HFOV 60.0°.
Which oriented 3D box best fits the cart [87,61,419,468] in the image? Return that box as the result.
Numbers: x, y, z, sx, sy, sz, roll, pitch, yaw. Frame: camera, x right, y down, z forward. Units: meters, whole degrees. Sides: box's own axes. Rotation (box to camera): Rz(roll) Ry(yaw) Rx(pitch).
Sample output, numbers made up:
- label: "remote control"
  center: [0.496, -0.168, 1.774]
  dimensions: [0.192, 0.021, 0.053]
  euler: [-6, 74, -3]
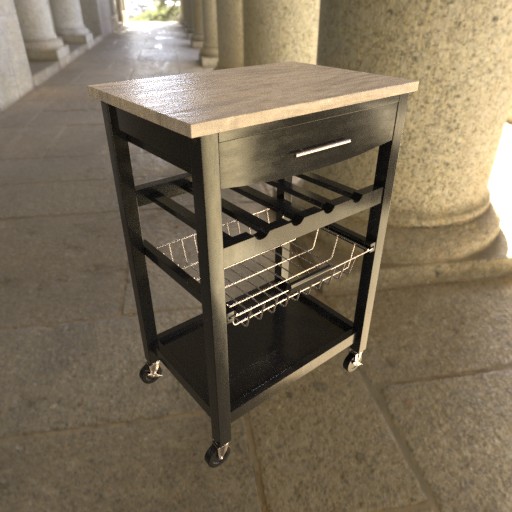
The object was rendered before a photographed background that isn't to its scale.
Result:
- label: "cart"
  center: [0.000, 0.000, 1.140]
  dimensions: [0.584, 0.839, 0.403]
  euler: [-23, 38, -33]
